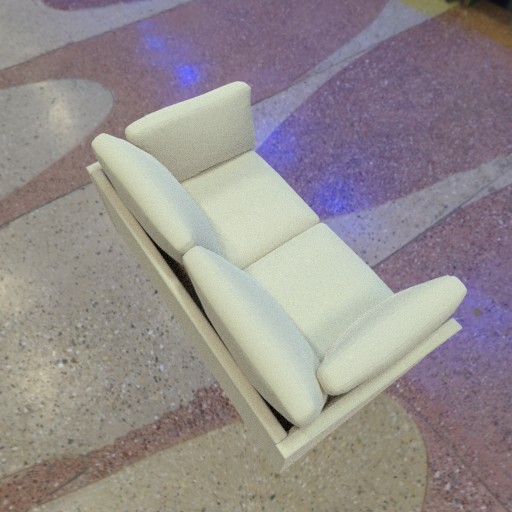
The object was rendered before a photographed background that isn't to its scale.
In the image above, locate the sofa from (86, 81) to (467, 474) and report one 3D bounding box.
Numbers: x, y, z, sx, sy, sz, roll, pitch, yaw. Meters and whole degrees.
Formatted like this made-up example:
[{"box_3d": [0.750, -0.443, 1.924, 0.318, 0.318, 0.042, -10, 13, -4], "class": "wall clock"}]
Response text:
[{"box_3d": [0.000, 0.000, 2.272, 0.970, 0.836, 1.776, -31, 63, -18], "class": "sofa"}]
